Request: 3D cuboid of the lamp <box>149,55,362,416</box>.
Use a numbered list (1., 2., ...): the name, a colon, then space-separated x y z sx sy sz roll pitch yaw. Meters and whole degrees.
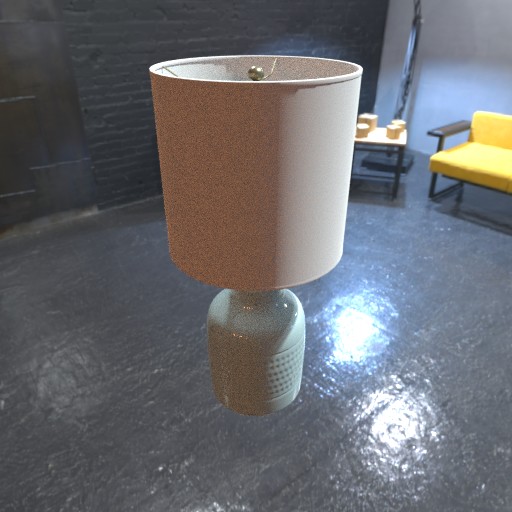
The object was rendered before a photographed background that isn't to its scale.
1. lamp: 0.000 0.000 1.099 0.418 0.871 0.418 -21 36 -32
